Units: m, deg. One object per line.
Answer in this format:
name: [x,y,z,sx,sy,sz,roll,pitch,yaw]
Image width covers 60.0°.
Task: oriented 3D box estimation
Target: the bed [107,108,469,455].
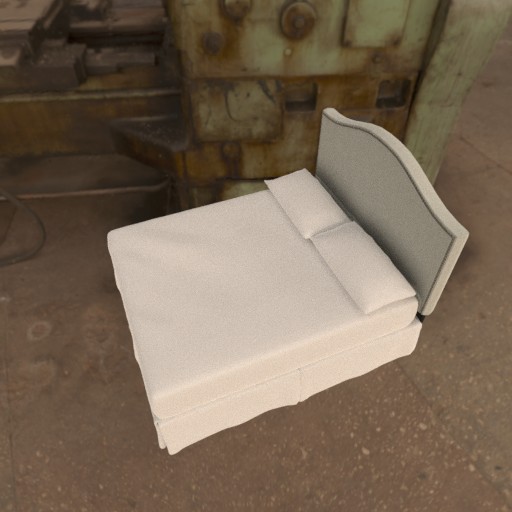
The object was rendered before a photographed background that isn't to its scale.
bed: [0.000,0.000,3.437,2.180,1.607,1.813,-17,48,-15]
